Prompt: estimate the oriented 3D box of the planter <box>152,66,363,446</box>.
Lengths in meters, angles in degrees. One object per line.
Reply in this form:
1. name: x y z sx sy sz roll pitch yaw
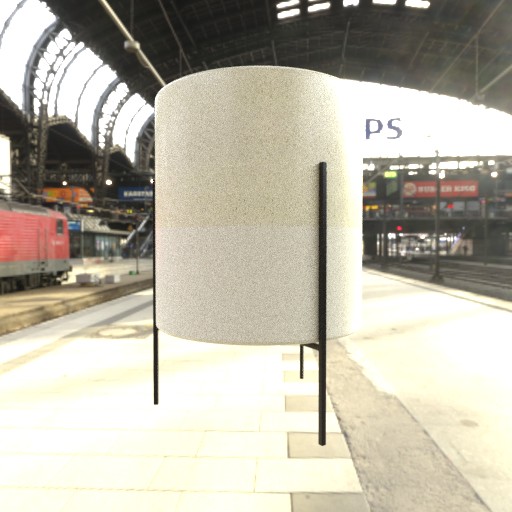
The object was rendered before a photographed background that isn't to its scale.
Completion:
1. planter: 0.000 0.000 0.715 0.333 0.483 0.324 0 1 1
